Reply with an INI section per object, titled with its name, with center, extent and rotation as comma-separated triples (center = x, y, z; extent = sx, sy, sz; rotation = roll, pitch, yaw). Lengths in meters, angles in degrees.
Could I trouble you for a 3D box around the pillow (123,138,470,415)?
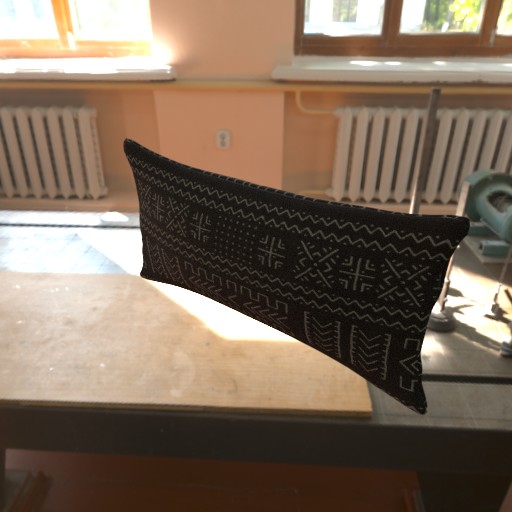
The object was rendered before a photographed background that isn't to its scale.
[pillow]
center = 0.000, 0.000, 0.782
extent = 0.667, 0.322, 0.135
rotation = 20, 34, 33
